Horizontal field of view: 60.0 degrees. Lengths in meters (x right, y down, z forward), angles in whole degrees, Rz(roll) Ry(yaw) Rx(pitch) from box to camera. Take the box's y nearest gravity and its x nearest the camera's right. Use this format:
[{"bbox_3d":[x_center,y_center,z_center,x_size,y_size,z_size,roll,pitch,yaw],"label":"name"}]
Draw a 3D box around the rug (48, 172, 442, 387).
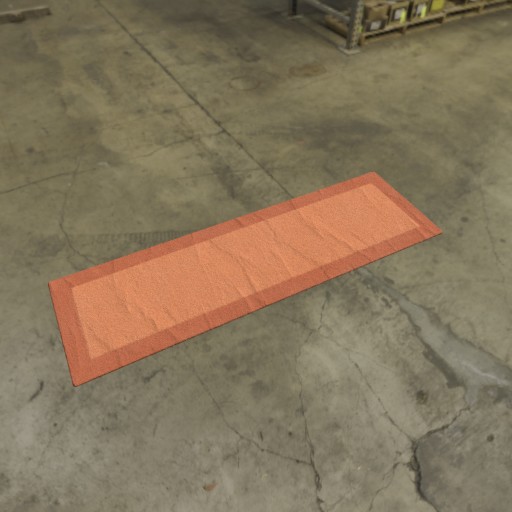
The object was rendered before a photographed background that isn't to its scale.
[{"bbox_3d":[0.000,0.000,2.808,2.471,0.013,0.914,-24,51,-20],"label":"rug"}]
